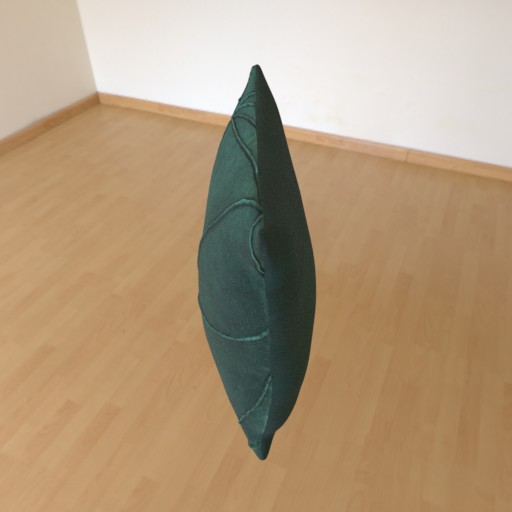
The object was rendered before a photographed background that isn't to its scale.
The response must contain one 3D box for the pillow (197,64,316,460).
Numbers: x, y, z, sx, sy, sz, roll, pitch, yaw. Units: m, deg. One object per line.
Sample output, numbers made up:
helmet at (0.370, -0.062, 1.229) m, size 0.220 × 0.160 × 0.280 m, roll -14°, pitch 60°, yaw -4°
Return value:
pillow at (0.000, 0.000, 0.682) m, size 0.184 × 0.440 × 0.439 m, roll 0°, pitch 41°, yaw 0°
